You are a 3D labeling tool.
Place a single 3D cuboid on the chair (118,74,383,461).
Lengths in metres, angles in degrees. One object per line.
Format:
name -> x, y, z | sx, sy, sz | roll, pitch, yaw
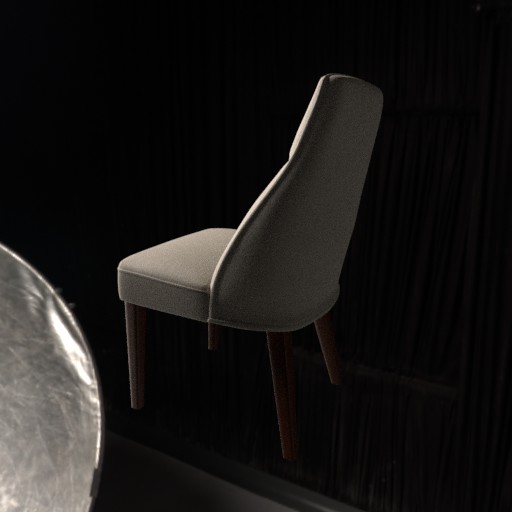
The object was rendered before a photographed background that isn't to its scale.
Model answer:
chair -> 0.000, 0.000, 1.280 | 0.620, 0.930, 0.500 | 8, 18, 26
